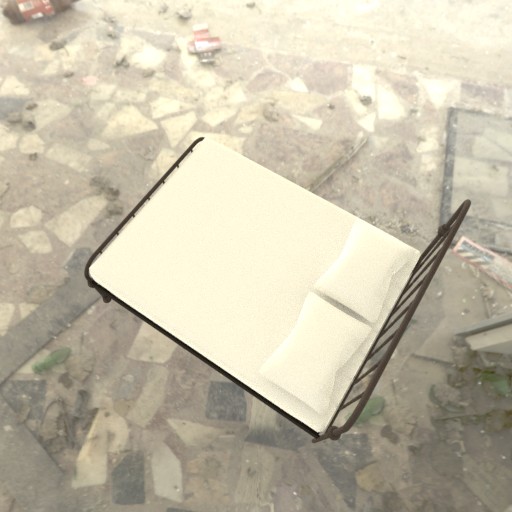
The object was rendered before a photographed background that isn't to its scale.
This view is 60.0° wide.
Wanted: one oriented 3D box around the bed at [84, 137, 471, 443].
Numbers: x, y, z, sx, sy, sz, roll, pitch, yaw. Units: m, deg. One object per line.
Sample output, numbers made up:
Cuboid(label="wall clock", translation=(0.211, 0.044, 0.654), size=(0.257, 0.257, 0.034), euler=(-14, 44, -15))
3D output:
Cuboid(label="bed", translation=(0.000, 0.000, 3.212), size=(2.134, 1.446, 1.616), euler=(31, 69, 13))
